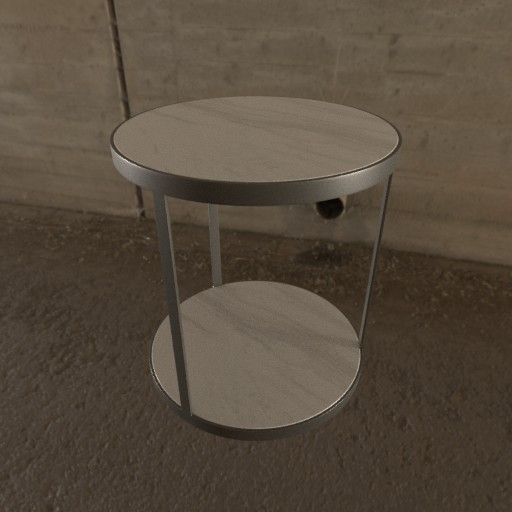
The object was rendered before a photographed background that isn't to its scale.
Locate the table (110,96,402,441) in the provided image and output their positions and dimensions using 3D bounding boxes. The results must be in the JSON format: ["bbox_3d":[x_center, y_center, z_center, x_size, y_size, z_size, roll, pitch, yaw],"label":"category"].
[{"bbox_3d":[0.000,0.000,0.827,0.445,0.479,0.445,0,32,0],"label":"table"}]
